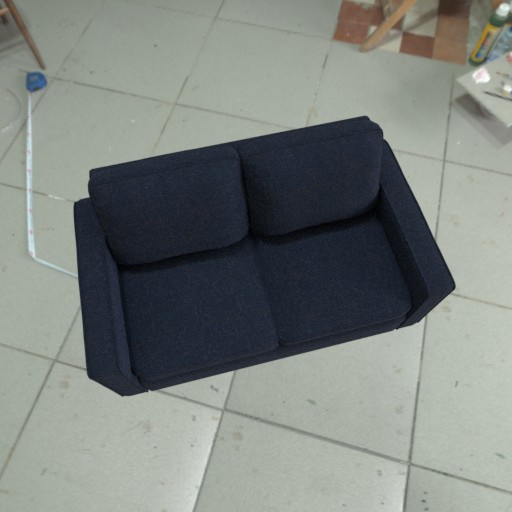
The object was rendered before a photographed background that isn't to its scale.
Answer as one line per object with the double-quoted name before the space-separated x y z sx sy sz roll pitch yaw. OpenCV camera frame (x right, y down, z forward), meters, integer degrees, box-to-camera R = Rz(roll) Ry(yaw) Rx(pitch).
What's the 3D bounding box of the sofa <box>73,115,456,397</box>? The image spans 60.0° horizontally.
"sofa" 0.000 0.000 2.272 1.709 0.918 0.947 -13 65 -6
